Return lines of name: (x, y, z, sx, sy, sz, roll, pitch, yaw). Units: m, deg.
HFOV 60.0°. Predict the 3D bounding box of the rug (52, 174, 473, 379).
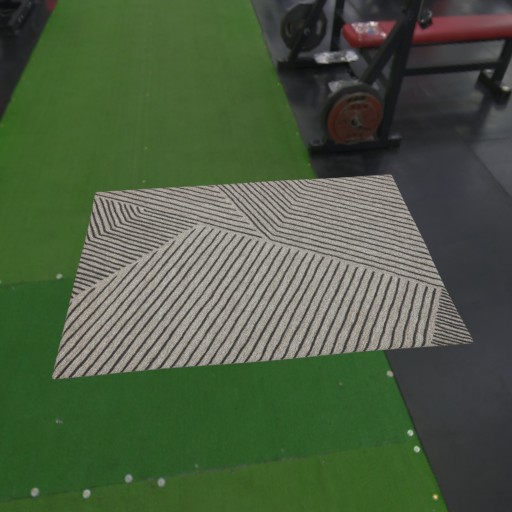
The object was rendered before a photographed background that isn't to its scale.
rug: (0.000, 0.000, 2.335, 1.842, 0.019, 1.237, -4, 47, -4)
